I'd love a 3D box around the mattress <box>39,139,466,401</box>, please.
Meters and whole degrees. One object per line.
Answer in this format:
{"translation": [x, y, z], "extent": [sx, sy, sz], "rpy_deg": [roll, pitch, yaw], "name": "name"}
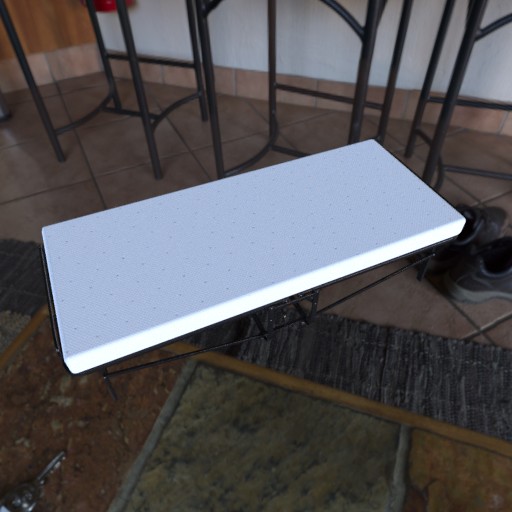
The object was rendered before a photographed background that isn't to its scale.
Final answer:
{"translation": [0.000, 0.000, 2.531], "extent": [2.153, 0.519, 0.922], "rpy_deg": [-18, 49, -16], "name": "mattress"}
